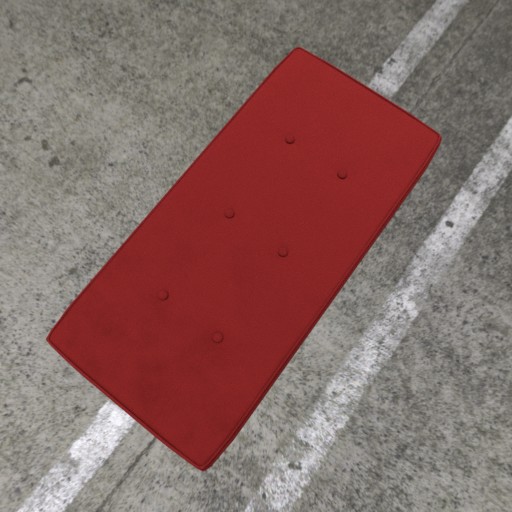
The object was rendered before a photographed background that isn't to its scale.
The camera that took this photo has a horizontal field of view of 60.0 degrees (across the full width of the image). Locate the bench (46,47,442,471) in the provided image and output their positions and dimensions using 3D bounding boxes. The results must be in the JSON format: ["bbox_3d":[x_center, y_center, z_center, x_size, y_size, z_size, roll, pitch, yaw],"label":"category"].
[{"bbox_3d":[0.000,0.000,1.289,0.492,0.471,1.016,36,78,9],"label":"bench"}]
